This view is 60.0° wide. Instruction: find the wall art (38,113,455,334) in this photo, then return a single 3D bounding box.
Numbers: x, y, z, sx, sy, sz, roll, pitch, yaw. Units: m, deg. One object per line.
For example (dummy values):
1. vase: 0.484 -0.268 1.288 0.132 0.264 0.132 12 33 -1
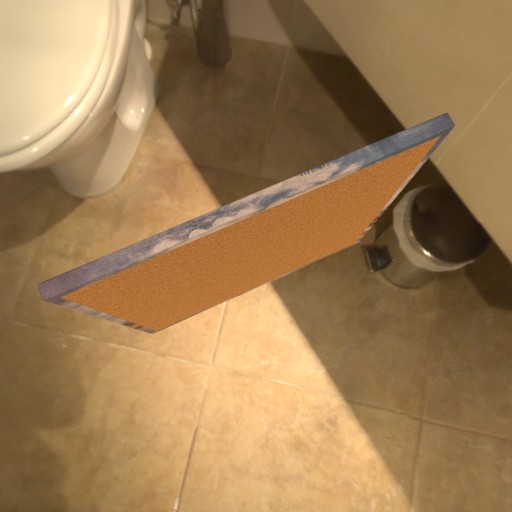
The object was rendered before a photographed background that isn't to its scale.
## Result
1. wall art: 0.000 0.000 1.307 0.888 0.897 0.035 -24 77 -6
